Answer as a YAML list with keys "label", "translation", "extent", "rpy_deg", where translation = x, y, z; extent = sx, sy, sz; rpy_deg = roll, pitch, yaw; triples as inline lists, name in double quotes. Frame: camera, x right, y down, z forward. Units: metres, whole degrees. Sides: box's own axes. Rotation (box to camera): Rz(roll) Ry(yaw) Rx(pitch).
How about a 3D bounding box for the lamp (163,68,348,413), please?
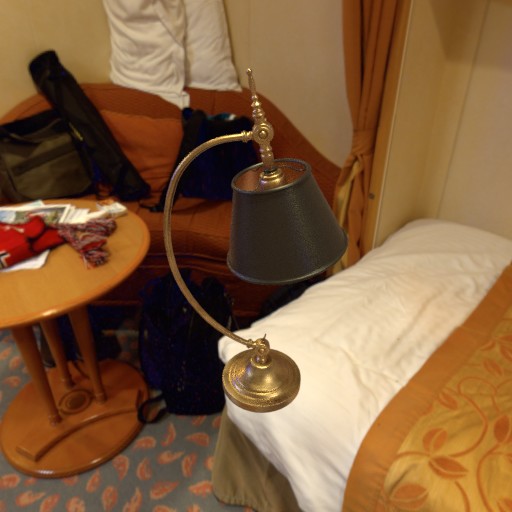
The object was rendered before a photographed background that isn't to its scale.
- label: "lamp"
  translation: [0.000, 0.000, 0.857]
  extent: [0.344, 0.675, 0.235]
  rpy_deg: [-1, 31, -1]
